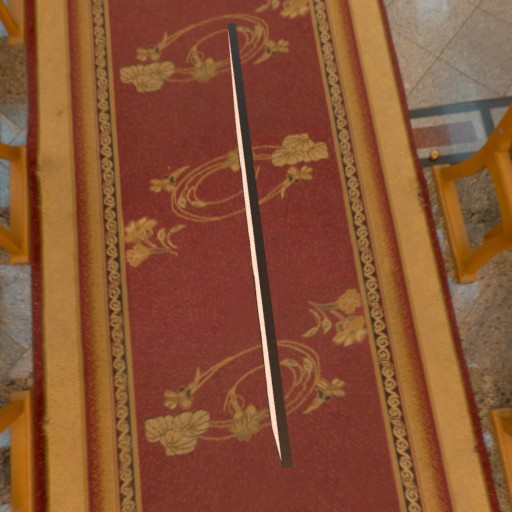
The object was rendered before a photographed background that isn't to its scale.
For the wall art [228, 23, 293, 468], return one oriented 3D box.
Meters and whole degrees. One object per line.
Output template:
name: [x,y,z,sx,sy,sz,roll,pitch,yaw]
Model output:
wall art: [0.000,0.000,1.236,0.019,0.660,0.957,-7,76,-2]
